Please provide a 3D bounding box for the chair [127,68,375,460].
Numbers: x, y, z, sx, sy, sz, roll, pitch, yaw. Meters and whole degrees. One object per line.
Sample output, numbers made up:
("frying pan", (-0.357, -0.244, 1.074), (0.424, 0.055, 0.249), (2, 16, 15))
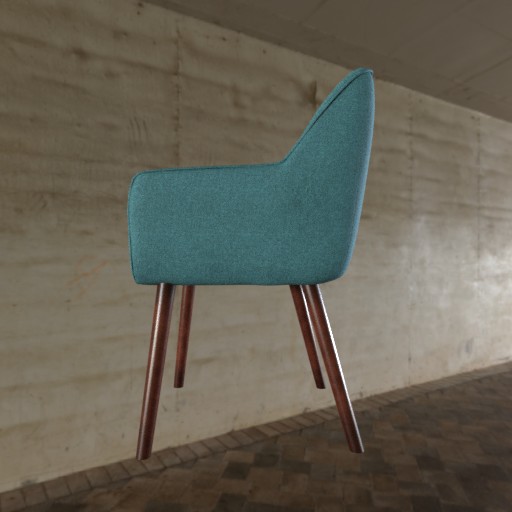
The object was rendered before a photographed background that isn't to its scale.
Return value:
("chair", (0.000, 0.000, 1.126), (0.519, 0.803, 0.543), (0, 0, -1))
